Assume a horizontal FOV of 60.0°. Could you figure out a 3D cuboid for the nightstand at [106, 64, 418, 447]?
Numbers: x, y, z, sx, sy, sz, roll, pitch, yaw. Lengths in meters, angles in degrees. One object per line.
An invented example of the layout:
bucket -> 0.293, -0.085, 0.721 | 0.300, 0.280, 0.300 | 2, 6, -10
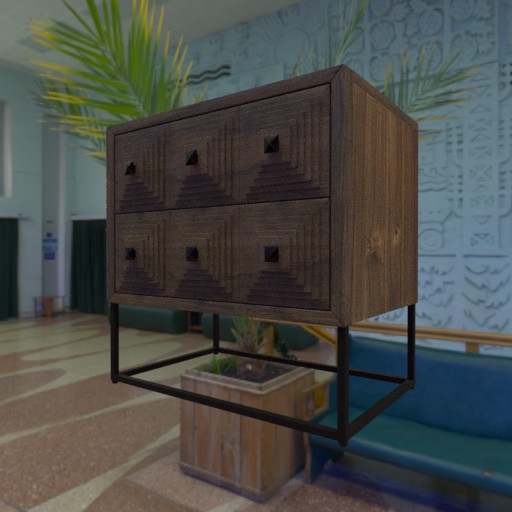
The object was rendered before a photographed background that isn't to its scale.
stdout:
nightstand -> 0.000, 0.000, 1.025 | 0.610, 0.610, 0.437 | 0, 1, 36
